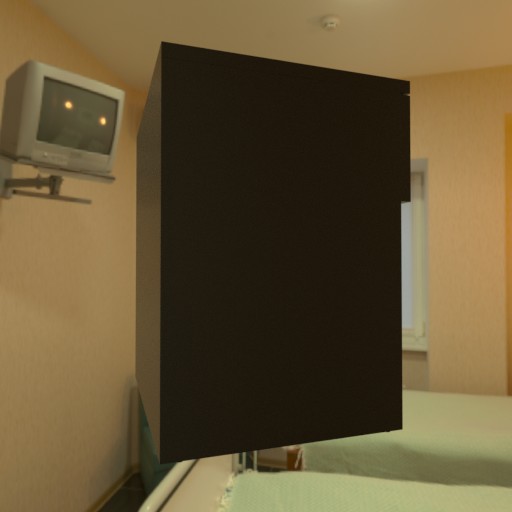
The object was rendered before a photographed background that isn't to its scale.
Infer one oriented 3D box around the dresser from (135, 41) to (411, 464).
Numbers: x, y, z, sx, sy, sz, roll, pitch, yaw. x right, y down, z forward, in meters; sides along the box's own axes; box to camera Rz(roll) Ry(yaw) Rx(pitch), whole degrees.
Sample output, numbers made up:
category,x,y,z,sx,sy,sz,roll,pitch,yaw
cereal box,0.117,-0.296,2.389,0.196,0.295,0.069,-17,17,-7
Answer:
category,x,y,z,sx,sy,sz,roll,pitch,yaw
dresser,0.000,0.000,0.737,0.360,0.470,0.400,0,-1,-19
